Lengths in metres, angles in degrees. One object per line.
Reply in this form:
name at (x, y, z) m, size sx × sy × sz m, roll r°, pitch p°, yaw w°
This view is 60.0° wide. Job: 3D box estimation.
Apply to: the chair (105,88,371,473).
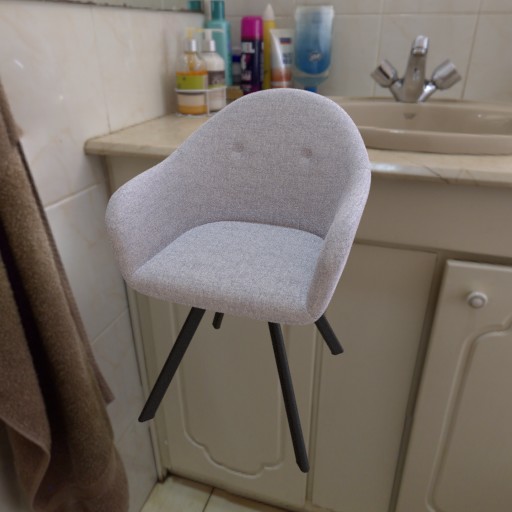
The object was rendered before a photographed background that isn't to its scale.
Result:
chair at (0.000, 0.000, 1.161) m, size 0.540 × 0.780 × 0.570 m, roll 9°, pitch 28°, yaw 18°
